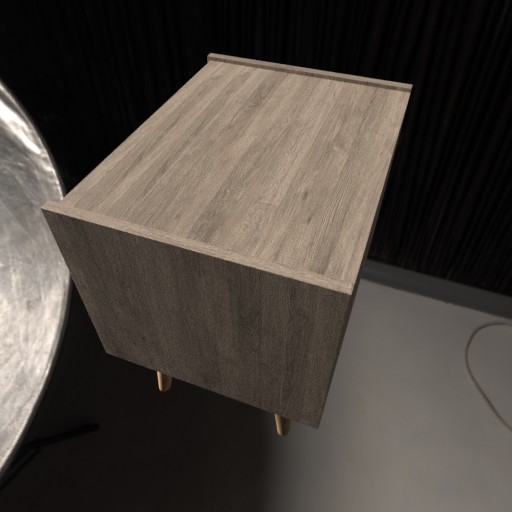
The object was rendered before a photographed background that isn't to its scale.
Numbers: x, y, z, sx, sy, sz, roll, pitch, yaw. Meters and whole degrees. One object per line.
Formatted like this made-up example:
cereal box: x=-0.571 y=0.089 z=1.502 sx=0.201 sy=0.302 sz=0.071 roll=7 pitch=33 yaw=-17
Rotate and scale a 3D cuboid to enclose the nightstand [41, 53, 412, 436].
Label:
nightstand: x=0.000 y=0.000 z=0.814 sx=0.380 sy=0.500 sz=0.480 roll=15 pitch=48 yaw=14
